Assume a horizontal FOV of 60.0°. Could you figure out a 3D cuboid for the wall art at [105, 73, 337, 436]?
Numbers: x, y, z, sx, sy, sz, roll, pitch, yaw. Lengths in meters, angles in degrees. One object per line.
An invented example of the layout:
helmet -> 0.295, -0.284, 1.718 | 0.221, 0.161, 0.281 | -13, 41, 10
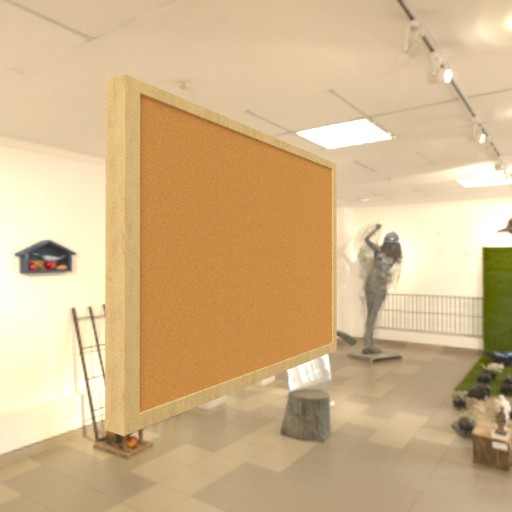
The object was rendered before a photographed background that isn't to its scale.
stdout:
wall art -> 0.000, 0.000, 0.692 | 0.032, 0.380, 0.532 | 0, -1, 35
